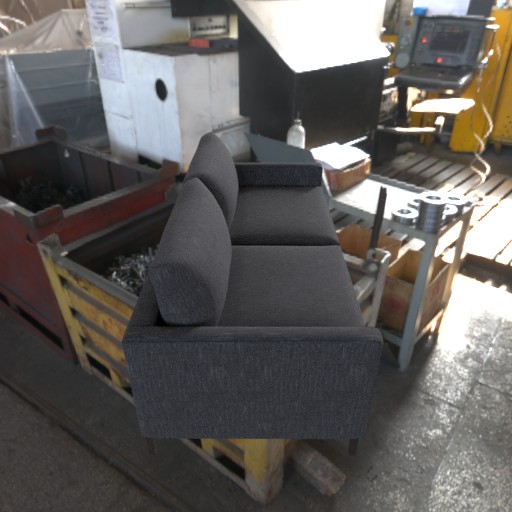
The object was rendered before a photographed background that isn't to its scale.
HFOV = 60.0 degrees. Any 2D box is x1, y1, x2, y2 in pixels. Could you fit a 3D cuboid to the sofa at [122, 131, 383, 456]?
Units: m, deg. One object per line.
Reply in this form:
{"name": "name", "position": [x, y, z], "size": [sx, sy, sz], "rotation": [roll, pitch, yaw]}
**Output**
{"name": "sofa", "position": [0.000, 0.000, 2.232], "size": [0.866, 0.862, 1.716], "rotation": [0, 31, 0]}
